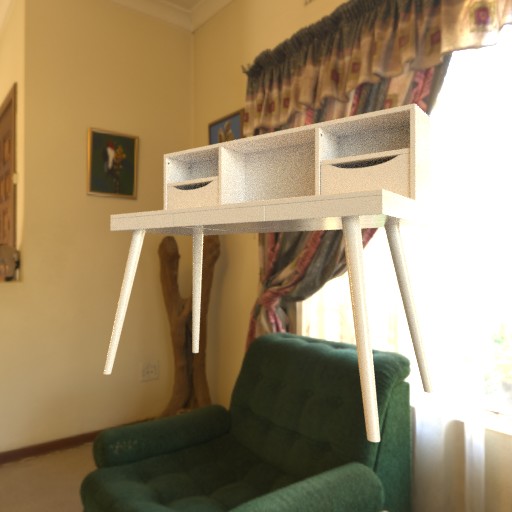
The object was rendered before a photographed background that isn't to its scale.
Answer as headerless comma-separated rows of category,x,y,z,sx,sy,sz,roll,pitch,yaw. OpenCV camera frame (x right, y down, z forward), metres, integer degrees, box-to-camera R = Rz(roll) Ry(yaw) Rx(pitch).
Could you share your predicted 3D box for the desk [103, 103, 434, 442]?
desk,0.000,0.000,1.743,1.199,0.990,0.559,0,-1,36
